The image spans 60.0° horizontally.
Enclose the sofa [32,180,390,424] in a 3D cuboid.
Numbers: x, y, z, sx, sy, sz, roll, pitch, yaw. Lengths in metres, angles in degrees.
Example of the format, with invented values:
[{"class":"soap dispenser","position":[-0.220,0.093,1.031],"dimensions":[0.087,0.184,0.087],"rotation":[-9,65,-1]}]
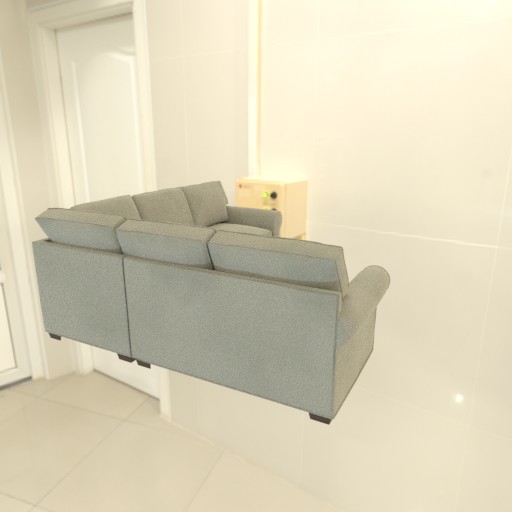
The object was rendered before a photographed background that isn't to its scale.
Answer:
[{"class":"sofa","position":[0.000,0.000,3.947],"dimensions":[2.487,1.053,2.562],"rotation":[8,18,26]}]
